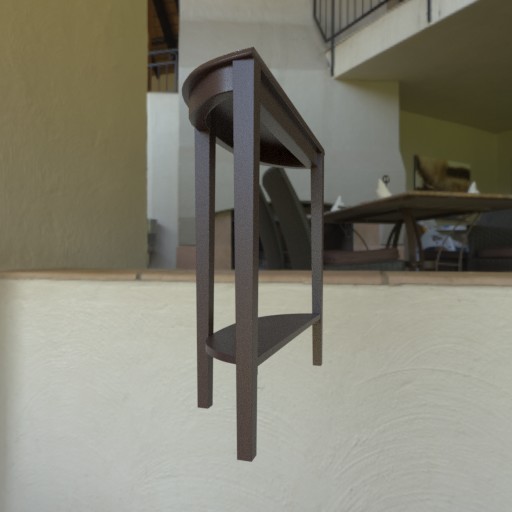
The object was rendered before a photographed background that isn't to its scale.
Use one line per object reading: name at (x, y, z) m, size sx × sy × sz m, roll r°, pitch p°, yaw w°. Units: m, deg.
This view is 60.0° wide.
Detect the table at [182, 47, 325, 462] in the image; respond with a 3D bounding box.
table at (0.000, 0.000, 1.341) m, size 0.274 × 0.831 × 0.909 m, roll 0°, pitch 0°, yaw 18°
